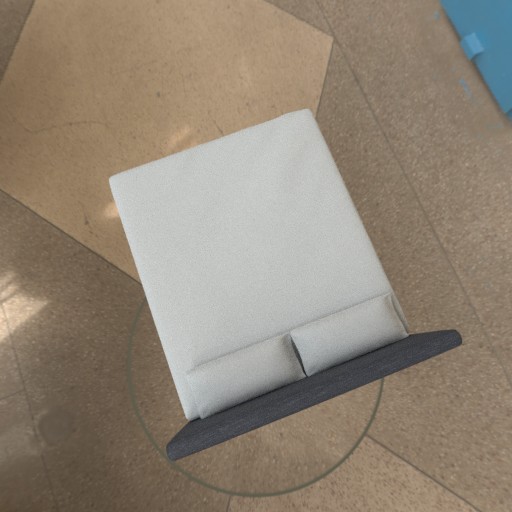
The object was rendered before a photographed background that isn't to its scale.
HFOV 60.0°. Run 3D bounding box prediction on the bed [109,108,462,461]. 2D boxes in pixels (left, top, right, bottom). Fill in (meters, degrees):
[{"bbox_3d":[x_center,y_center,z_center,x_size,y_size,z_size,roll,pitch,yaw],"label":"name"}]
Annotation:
[{"bbox_3d":[0.000,0.000,3.343,1.884,1.330,2.142,-20,78,-5],"label":"bed"}]
